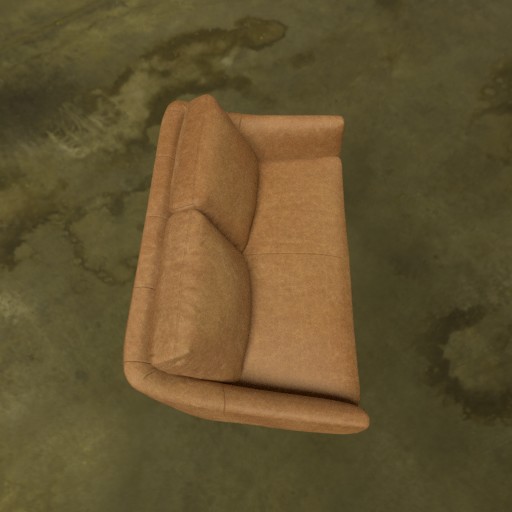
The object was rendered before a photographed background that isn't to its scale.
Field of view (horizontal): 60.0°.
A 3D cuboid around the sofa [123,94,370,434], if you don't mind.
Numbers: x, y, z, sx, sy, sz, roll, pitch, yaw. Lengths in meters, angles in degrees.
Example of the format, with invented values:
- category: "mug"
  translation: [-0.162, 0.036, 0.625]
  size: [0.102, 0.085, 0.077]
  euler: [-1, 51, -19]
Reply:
- category: "sofa"
  translation: [0.000, 0.000, 2.202]
  size: [0.960, 0.902, 1.619]
  euler: [1, 62, 1]
